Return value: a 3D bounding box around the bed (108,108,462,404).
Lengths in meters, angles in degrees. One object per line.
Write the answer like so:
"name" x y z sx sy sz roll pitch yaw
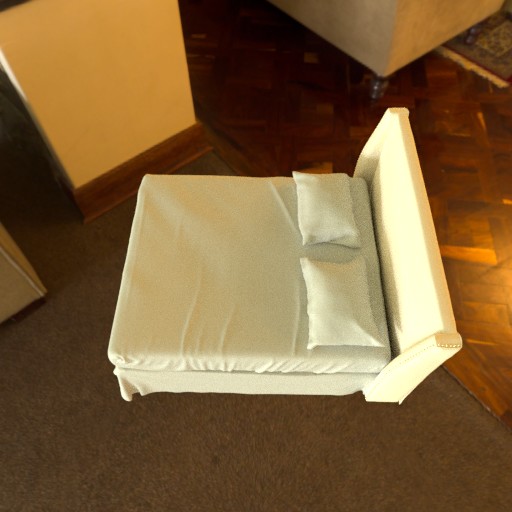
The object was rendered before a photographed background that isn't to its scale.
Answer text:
"bed" 0.000 0.000 3.419 2.276 1.332 1.925 1 59 1
